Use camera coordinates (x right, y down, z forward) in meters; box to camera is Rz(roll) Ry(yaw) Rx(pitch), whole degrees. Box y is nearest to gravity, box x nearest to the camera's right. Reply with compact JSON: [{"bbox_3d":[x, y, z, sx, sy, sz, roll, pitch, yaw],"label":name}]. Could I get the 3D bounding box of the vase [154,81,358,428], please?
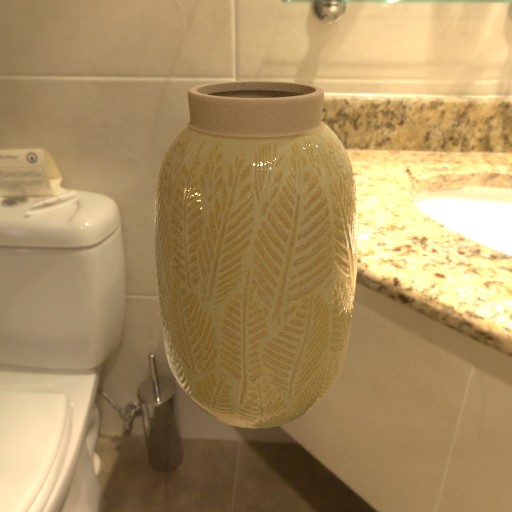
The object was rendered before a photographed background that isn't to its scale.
[{"bbox_3d":[0.000,0.000,0.379,0.172,0.270,0.172,0,28,0],"label":"vase"}]
